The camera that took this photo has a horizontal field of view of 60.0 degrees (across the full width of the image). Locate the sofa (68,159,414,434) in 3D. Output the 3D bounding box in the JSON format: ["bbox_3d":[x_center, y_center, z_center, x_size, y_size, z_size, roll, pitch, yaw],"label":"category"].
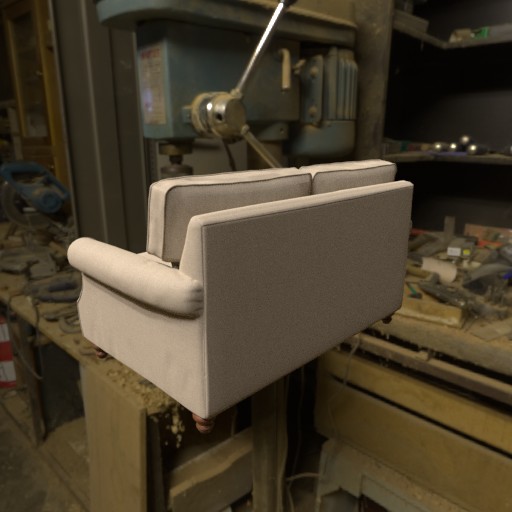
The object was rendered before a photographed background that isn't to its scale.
[{"bbox_3d":[0.000,0.000,2.281,0.964,0.937,1.665,15,22,42],"label":"sofa"}]
